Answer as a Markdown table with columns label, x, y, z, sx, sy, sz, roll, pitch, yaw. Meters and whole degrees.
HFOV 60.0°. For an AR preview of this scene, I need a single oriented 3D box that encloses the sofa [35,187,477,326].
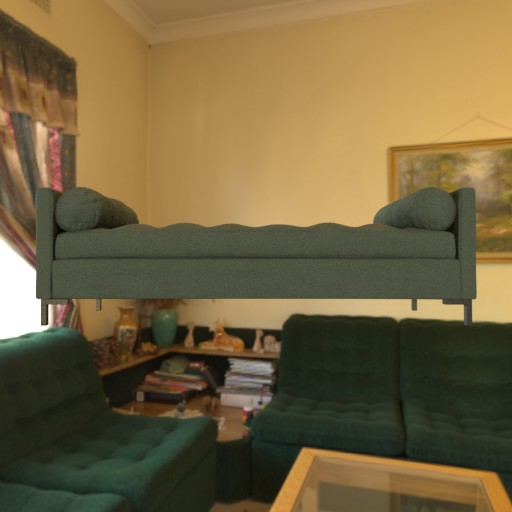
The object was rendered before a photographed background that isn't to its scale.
| label | x | y | z | sx | sy | sz | roll | pitch | yaw |
| --- | --- | --- | --- | --- | --- | --- | --- | --- | --- |
| sofa | 0.000 | 0.000 | 2.484 | 2.130 | 0.681 | 0.817 | 0 | -1 | 0 |
